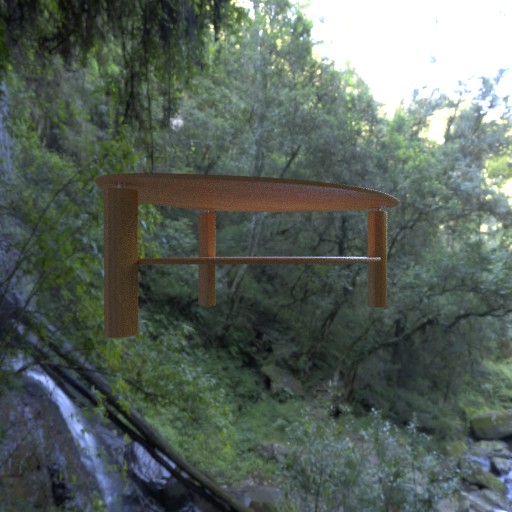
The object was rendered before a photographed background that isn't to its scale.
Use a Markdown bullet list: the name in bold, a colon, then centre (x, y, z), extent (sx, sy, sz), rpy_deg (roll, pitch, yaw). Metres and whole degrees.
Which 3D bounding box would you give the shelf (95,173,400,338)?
- **shelf**: centre (0.000, 0.000, 1.674), extent (1.246, 0.440, 0.845), rpy_deg (0, 1, -37)
